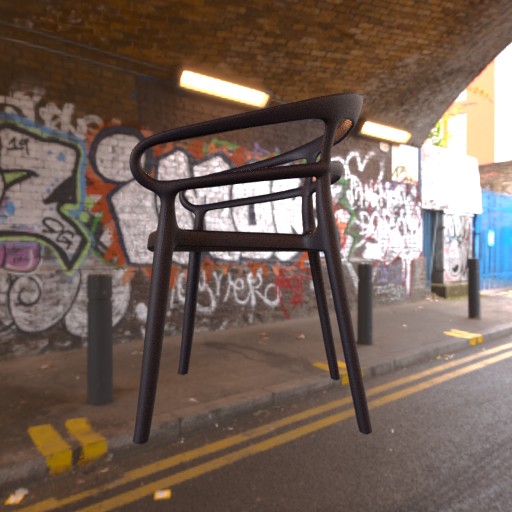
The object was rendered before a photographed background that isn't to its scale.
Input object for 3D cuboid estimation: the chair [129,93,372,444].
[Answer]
[{"bbox_3d":[0.000,0.000,1.149,0.527,0.761,0.559,0,1,1],"label":"chair"}]
